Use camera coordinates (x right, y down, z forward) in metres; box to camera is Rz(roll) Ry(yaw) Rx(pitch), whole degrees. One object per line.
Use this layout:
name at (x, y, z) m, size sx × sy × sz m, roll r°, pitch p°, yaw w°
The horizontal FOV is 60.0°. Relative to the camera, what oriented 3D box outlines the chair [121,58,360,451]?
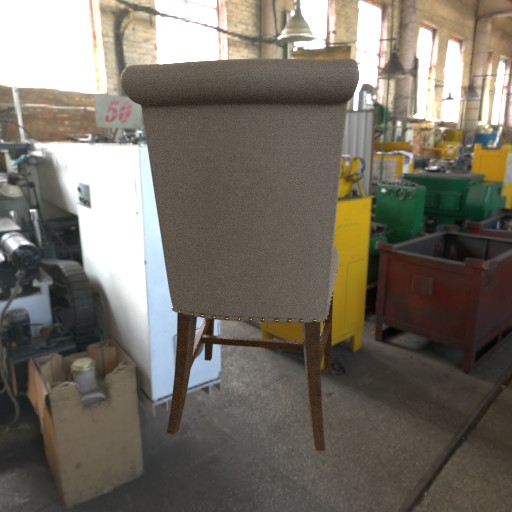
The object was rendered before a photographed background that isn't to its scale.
chair at (0.000, 0.000, 1.306) m, size 0.513 × 0.988 × 0.608 m, roll 2°, pitch 15°, yaw 9°
